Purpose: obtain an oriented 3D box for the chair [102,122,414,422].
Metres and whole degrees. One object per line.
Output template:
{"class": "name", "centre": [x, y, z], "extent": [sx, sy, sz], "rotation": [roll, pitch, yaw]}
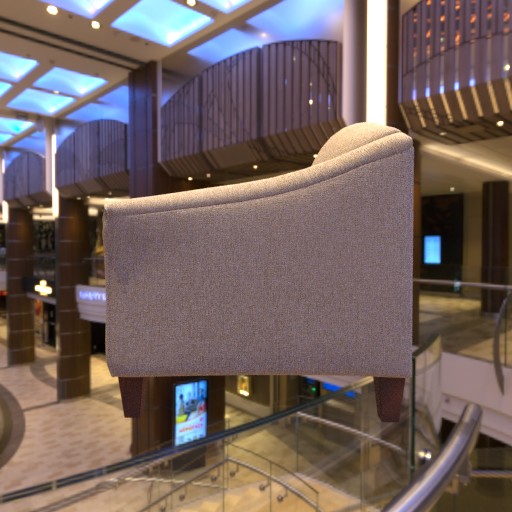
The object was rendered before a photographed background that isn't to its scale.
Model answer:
{"class": "chair", "centre": [0.000, 0.000, 1.463], "extent": [0.787, 0.839, 0.763], "rotation": [0, 1, 0]}
